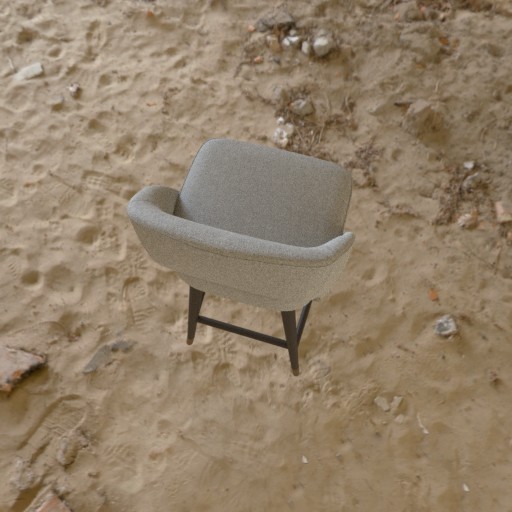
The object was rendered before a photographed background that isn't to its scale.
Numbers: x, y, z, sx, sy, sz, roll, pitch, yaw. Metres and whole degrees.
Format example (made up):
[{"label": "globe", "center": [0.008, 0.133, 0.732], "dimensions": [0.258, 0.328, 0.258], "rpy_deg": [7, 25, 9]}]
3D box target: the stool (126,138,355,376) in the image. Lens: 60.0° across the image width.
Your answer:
[{"label": "stool", "center": [0.000, 0.000, 1.311], "dimensions": [0.494, 1.037, 0.509], "rpy_deg": [15, 65, 7]}]
